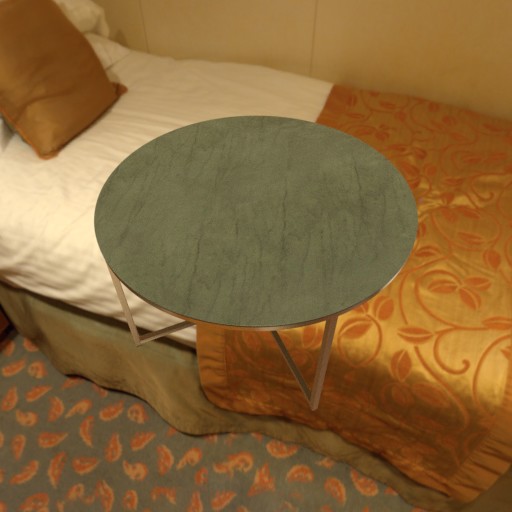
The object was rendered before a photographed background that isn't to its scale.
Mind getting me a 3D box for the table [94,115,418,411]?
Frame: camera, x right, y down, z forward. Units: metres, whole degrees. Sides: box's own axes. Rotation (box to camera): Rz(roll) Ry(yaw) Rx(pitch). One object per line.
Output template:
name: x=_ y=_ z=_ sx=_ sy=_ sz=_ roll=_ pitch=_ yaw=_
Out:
table: x=0.000 y=0.000 z=1.292 sx=0.800 sy=0.450 sz=0.800 roll=0 pitch=46 yaw=0
